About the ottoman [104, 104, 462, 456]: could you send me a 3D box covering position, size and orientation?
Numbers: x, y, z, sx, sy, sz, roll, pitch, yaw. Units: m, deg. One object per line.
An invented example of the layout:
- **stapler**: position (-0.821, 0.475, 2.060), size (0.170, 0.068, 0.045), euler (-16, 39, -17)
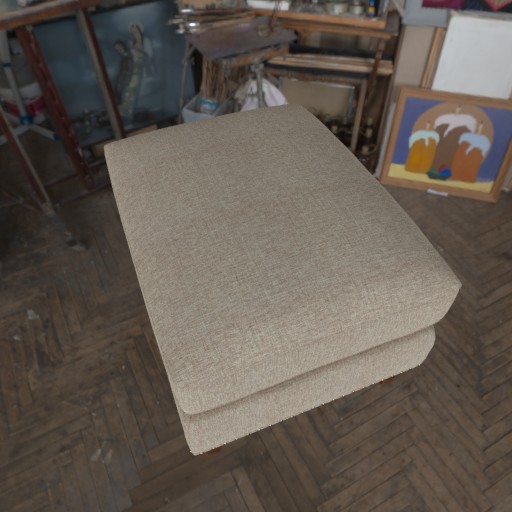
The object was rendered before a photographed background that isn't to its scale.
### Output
- **ottoman**: position (0.000, 0.000, 1.127), size (0.584, 0.513, 0.741), euler (-17, 50, -14)
